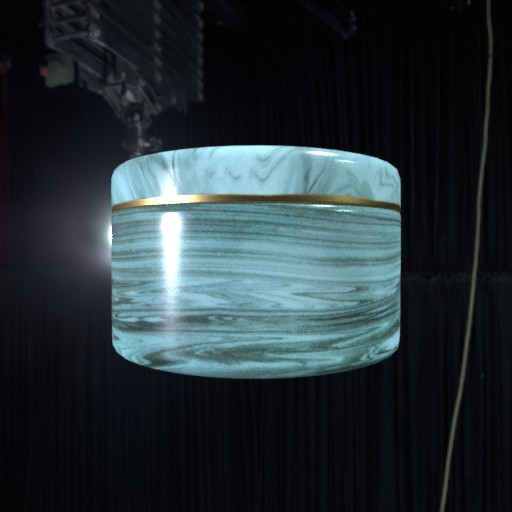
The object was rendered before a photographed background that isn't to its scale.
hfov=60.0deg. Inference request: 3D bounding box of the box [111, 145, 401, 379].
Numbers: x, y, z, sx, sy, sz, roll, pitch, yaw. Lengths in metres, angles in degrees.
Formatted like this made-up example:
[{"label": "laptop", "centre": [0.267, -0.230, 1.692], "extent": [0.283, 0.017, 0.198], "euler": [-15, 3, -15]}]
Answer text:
[{"label": "box", "centre": [0.000, 0.000, 0.164], "extent": [0.101, 0.063, 0.101], "euler": [0, 1, 0]}]
